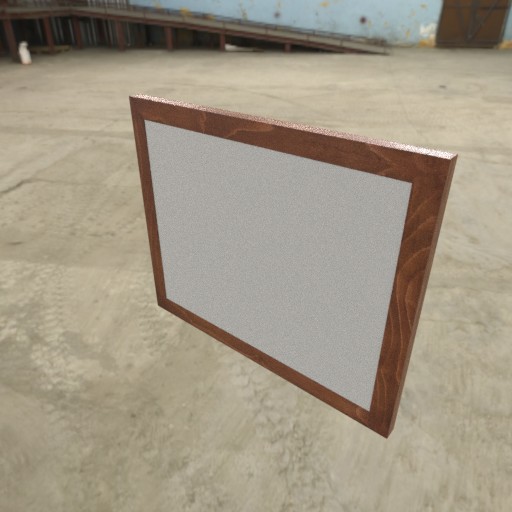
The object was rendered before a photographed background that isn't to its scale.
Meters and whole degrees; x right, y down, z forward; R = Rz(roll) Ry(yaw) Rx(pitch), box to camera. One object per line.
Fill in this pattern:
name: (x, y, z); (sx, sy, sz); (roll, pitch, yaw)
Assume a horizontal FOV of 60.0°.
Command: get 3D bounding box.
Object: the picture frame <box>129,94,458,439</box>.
picture frame: (0.000, 0.000, 0.751); (0.559, 0.457, 0.025); (22, 37, 33)
